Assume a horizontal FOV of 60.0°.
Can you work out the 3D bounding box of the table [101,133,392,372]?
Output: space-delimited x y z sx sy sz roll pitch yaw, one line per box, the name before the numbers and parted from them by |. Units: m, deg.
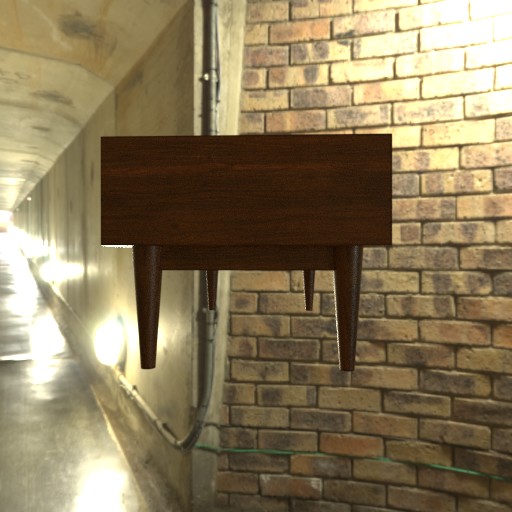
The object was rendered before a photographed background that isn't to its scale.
table | 0.000 0.000 1.536 0.610 0.508 1.221 0 0 2
